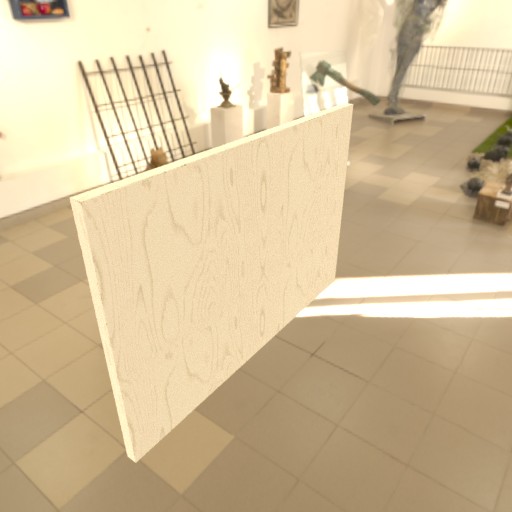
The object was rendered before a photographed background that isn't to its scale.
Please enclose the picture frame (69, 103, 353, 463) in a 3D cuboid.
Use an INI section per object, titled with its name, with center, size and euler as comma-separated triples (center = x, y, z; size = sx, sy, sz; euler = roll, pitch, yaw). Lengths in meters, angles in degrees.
[picture frame]
center = 0.000, 0.000, 1.187
size = 0.029, 0.640, 0.950
euler = 20, 36, 31
